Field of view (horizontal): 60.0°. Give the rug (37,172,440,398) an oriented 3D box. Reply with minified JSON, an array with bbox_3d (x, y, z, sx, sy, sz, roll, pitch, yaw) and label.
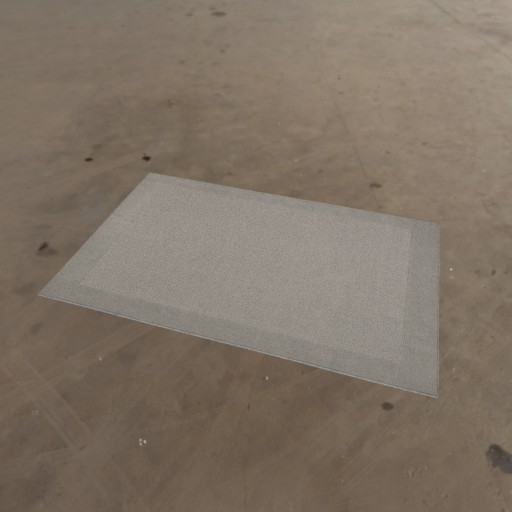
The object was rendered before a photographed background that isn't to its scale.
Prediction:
[{"bbox_3d":[0.000,0.000,3.085,2.438,0.014,1.524,12,44,13],"label":"rug"}]
